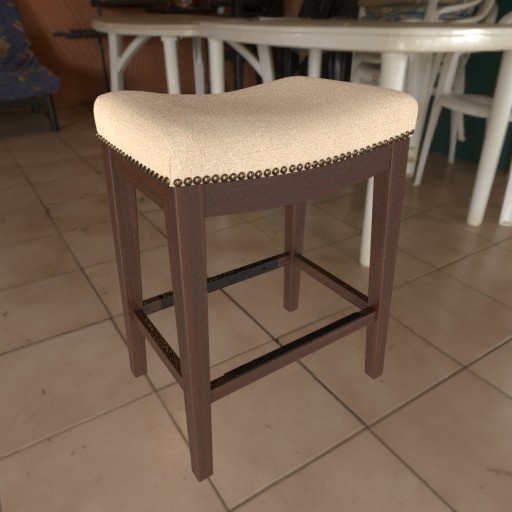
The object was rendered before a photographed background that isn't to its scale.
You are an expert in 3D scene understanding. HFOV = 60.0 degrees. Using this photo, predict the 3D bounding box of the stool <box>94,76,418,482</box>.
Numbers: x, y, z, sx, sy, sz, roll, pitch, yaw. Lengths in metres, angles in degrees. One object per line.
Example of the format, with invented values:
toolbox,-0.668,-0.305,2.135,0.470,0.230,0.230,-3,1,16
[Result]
stool,0.000,0.000,0.938,0.509,0.669,0.363,-18,34,-29
